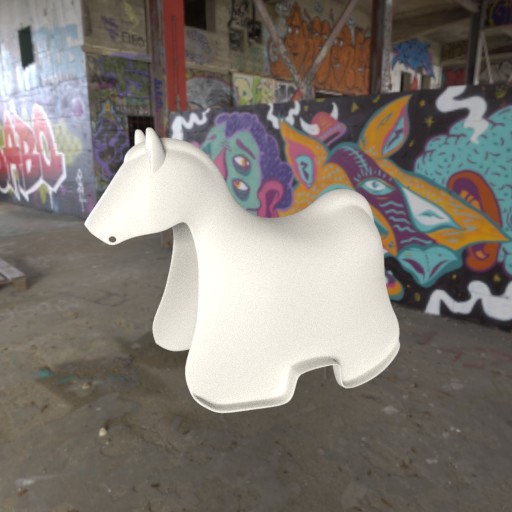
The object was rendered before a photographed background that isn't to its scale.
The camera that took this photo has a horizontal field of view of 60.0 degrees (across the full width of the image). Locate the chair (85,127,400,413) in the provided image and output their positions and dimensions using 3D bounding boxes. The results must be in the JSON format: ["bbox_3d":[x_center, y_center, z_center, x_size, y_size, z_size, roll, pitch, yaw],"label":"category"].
[{"bbox_3d":[0.000,0.000,1.126,0.800,0.612,0.429,-7,15,-26],"label":"chair"}]
